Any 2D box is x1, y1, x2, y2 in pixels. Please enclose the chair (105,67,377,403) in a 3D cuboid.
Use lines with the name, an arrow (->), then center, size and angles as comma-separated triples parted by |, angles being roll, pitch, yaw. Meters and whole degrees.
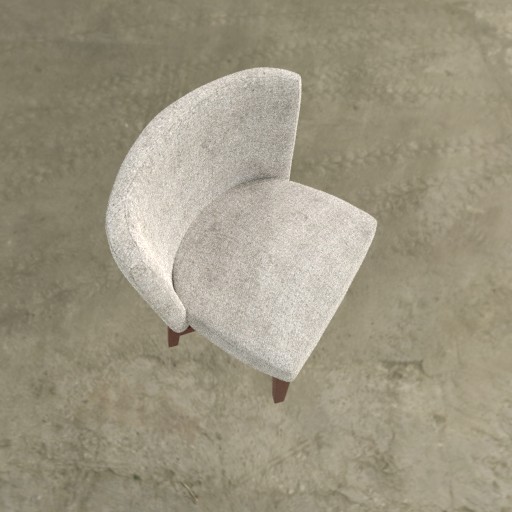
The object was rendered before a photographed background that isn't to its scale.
chair -> 0.000, 0.000, 1.344 | 0.575, 0.827, 0.728 | 27, 62, 16
